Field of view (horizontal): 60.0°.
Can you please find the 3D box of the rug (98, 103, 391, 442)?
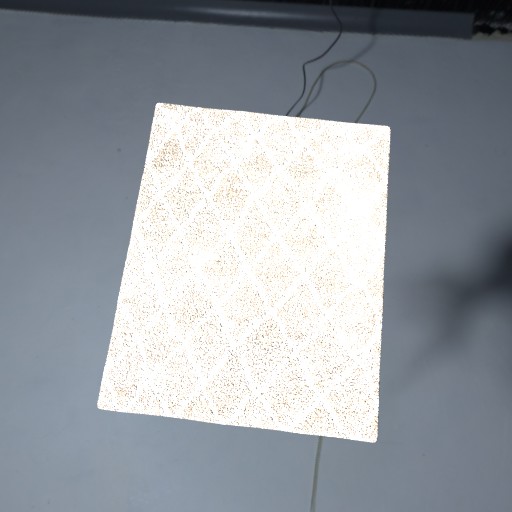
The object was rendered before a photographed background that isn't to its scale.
[{"bbox_3d":[0.000,0.000,4.209,2.438,0.029,3.047,6,75,2],"label":"rug"}]
